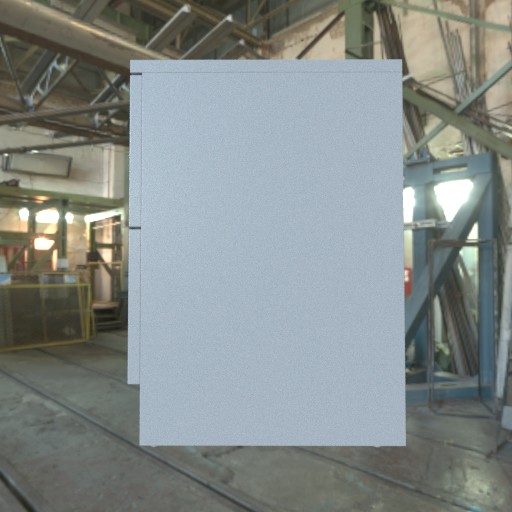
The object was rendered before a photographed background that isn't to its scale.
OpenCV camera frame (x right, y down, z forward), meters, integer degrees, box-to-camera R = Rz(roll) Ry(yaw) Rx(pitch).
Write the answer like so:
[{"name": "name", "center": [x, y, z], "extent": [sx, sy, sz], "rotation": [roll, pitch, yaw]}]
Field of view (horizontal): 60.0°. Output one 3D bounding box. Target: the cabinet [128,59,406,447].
[{"name": "cabinet", "center": [0.000, 0.000, 0.737], "extent": [0.360, 0.470, 0.400], "rotation": [0, -2, 0]}]
